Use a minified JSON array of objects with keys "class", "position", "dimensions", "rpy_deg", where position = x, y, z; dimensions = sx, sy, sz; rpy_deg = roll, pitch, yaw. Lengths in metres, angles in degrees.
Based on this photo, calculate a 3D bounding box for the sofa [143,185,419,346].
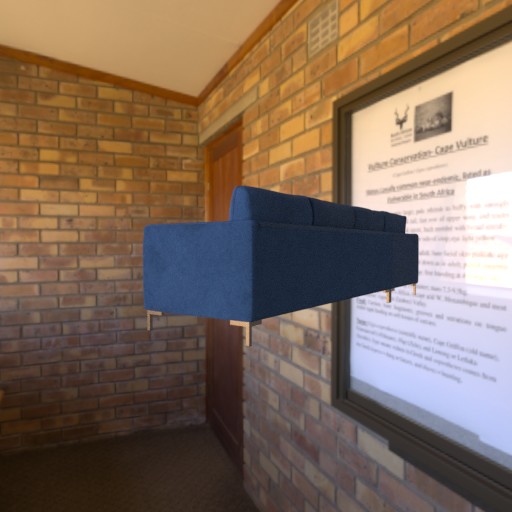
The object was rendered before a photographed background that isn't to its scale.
[{"class":"sofa","position":[0.000,0.000,3.893],"dimensions":[2.007,0.815,2.949],"rpy_deg":[1,1,35]}]
